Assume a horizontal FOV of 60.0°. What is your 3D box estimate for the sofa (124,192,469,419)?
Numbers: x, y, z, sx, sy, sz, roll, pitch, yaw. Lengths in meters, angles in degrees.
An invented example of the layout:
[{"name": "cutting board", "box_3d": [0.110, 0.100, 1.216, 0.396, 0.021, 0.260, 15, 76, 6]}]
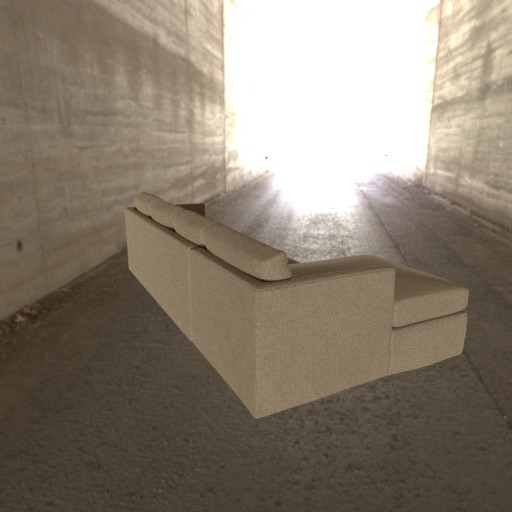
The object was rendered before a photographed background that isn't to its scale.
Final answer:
[{"name": "sofa", "box_3d": [0.000, 0.000, 3.936, 1.638, 0.920, 3.198, -7, 16, -26]}]
